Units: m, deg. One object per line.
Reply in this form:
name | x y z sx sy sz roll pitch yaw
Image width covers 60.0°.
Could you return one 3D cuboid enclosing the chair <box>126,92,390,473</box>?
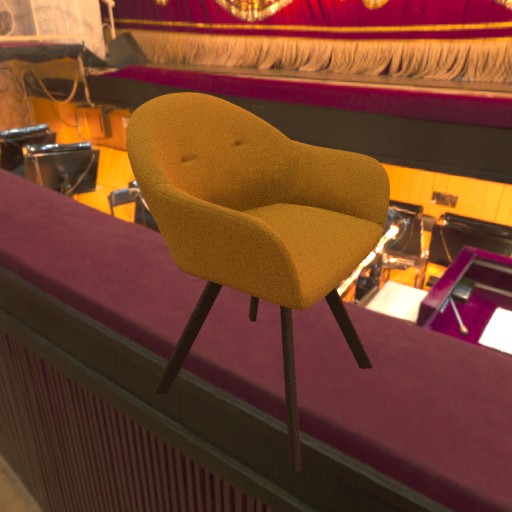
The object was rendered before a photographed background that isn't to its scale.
chair | 0.000 0.000 1.163 0.565 0.775 0.545 18 31 31
